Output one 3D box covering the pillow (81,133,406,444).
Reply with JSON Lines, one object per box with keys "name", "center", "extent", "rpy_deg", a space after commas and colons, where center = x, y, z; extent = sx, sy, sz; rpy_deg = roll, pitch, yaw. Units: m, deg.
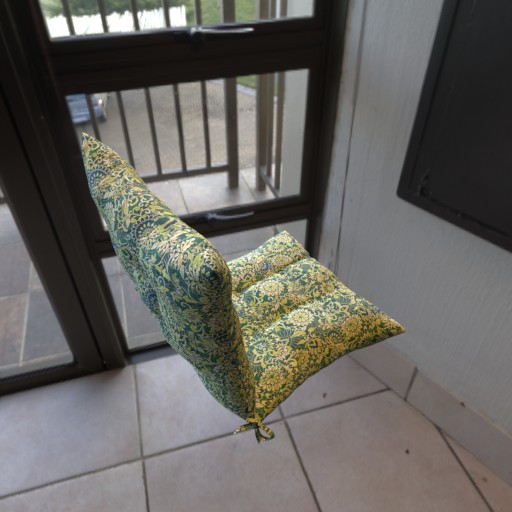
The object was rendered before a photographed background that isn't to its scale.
{"name": "pillow", "center": [0.000, 0.000, 1.006], "extent": [0.585, 0.536, 0.541], "rpy_deg": [-24, 46, -26]}
